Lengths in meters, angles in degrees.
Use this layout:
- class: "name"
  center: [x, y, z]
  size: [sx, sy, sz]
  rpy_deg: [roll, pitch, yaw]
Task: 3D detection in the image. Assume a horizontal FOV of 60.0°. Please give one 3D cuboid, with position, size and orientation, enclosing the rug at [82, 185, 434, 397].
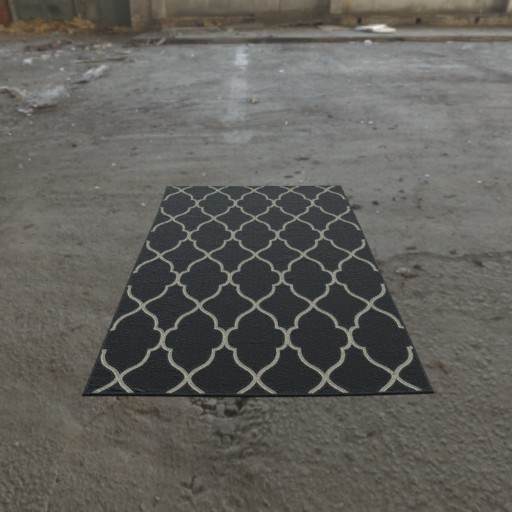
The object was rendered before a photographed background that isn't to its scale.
- class: "rug"
  center: [0.000, 0.000, 2.869]
  size: [1.526, 0.014, 2.290]
  rpy_deg: [0, 32, -1]
